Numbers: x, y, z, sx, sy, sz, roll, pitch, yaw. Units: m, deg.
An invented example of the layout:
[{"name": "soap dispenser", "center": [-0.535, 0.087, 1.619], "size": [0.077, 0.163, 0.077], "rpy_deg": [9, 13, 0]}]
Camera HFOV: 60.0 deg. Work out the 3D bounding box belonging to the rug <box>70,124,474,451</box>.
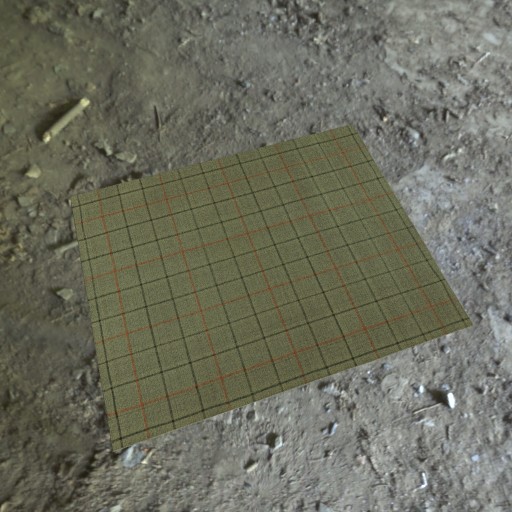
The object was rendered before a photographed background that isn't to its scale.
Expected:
[{"name": "rug", "center": [0.000, 0.000, 4.048], "size": [3.048, 0.012, 2.444], "rpy_deg": [-16, 63, -9]}]
